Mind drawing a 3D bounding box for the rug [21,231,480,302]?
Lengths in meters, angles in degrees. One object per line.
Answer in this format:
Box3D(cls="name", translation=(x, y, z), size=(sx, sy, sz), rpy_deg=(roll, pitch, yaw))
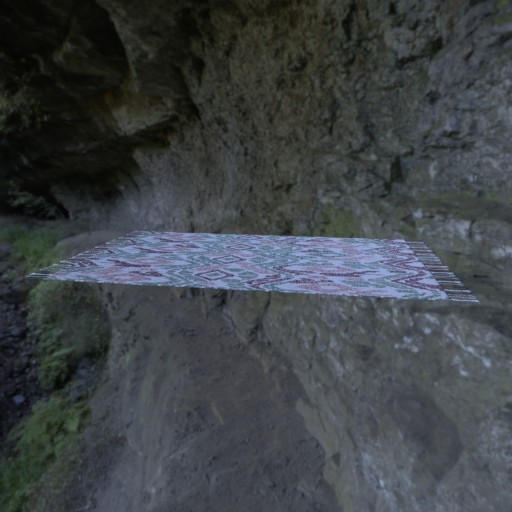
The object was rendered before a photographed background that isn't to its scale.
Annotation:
Box3D(cls="rug", translation=(0.000, 0.000, 3.008), size=(2.438, 0.011, 1.524), rpy_deg=(2, 14, 10))
